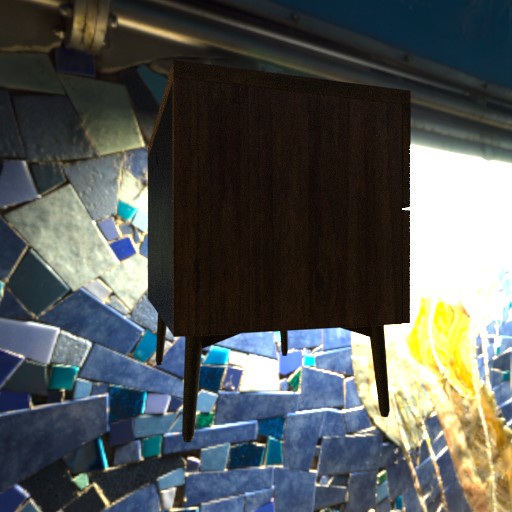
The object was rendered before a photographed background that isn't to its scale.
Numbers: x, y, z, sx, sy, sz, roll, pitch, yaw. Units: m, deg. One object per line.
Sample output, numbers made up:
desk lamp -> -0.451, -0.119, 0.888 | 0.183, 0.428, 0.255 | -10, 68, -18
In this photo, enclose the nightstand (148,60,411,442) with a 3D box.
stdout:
nightstand -> 0.000, 0.000, 1.046 | 0.458, 0.610, 0.610 | 0, 0, -17
